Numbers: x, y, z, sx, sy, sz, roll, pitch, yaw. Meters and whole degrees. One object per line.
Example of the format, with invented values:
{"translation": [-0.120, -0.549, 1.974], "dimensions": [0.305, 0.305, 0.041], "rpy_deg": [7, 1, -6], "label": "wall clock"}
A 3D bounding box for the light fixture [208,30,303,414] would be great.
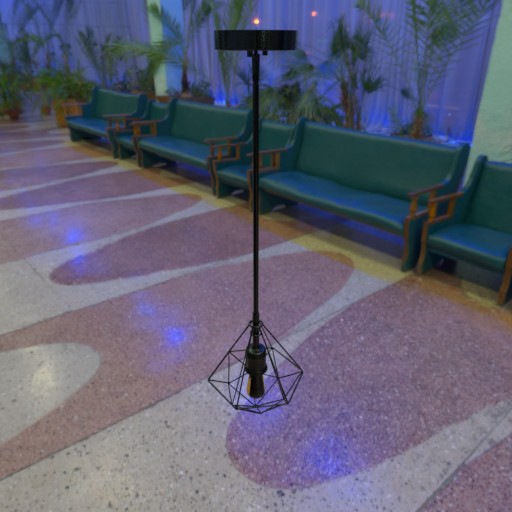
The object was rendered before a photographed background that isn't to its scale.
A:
{"translation": [0.000, 0.000, 1.946], "dimensions": [0.431, 1.764, 0.487], "rpy_deg": [-19, 32, -33], "label": "light fixture"}
